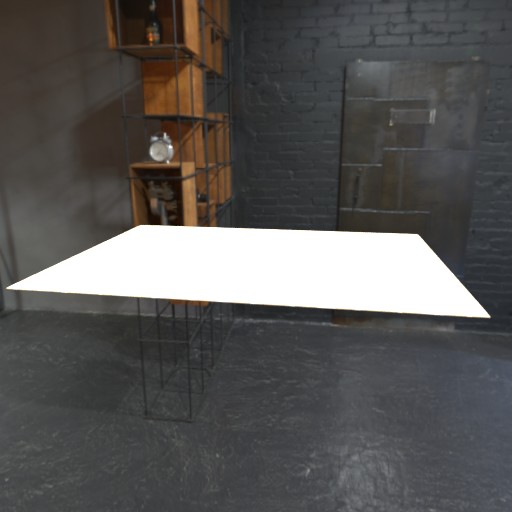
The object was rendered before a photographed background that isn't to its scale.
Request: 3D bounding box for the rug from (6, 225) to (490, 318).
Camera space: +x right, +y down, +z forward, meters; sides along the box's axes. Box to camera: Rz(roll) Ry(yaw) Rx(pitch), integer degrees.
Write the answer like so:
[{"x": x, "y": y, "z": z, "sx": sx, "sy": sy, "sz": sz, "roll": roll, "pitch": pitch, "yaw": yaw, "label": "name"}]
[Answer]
[{"x": 0.000, "y": 0.000, "z": 4.165, "sx": 3.353, "sy": 0.010, "sz": 2.438, "roll": 2, "pitch": 15, "yaw": 9, "label": "rug"}]
